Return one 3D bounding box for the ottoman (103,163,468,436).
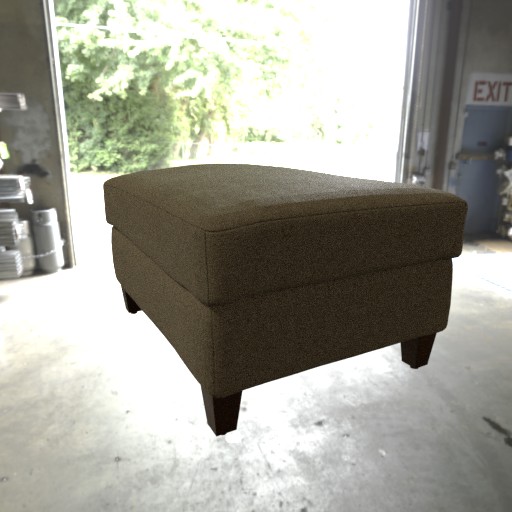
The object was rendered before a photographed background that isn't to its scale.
[{"bbox_3d":[0.000,0.000,1.294,0.692,0.511,0.889,-8,17,-28],"label":"ottoman"}]
